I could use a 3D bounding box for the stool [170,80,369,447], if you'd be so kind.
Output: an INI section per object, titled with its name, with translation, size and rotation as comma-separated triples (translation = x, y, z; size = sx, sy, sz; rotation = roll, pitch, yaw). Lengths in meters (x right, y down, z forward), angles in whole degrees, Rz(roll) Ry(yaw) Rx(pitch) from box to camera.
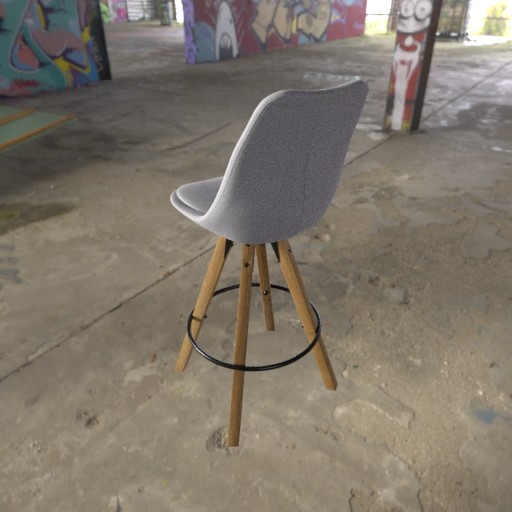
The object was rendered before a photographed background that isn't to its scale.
[stool]
translation = 0.000, 0.000, 1.417
size = 0.484, 1.115, 0.550
rotation = -19, 36, -28
